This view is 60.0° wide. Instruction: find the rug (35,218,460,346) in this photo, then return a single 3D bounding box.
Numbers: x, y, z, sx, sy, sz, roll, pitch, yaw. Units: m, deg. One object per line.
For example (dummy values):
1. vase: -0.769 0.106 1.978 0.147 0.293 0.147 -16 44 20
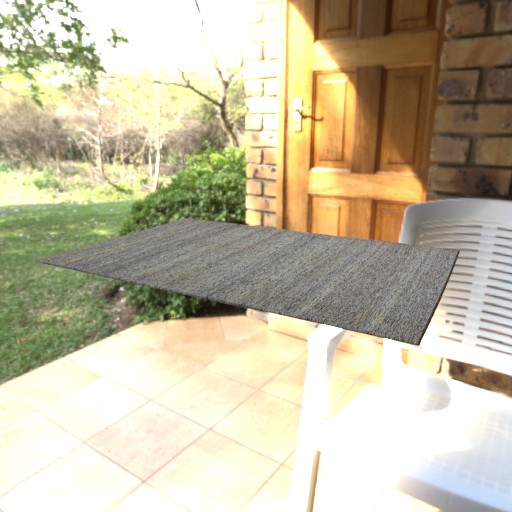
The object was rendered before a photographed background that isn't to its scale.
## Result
1. rug: 0.000 0.000 2.307 1.846 0.014 1.243 9 18 28
